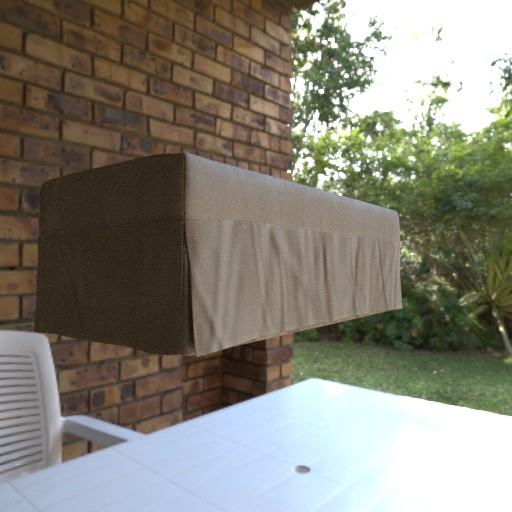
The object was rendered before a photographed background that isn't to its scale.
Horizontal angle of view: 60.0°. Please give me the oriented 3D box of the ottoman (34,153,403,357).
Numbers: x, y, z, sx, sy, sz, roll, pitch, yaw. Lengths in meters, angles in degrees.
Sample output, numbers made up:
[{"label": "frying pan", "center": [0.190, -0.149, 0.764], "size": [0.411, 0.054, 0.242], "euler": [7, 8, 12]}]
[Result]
[{"label": "ottoman", "center": [0.000, 0.000, 1.657], "size": [0.665, 0.457, 1.388], "euler": [-1, -1, 37]}]
